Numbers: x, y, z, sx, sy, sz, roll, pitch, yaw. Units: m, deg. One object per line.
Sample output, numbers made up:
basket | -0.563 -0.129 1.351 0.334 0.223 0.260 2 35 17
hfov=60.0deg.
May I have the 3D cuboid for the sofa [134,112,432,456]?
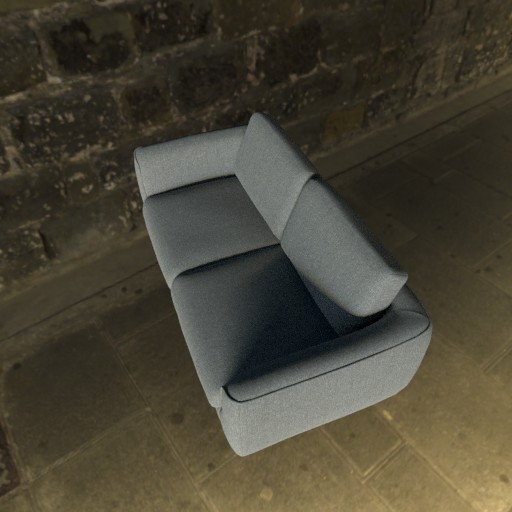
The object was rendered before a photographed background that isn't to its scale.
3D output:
sofa | 0.000 0.000 2.229 0.920 0.870 1.700 -16 48 -15
